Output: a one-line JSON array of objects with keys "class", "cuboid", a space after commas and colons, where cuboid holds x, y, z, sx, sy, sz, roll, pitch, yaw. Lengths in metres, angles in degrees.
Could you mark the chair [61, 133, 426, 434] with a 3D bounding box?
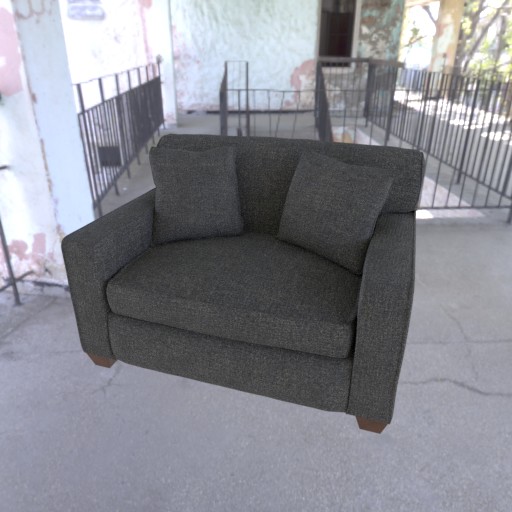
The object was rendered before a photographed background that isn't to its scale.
[{"class": "chair", "cuboid": [0.000, 0.000, 2.059, 1.383, 0.948, 1.000, 8, 27, 17]}]
